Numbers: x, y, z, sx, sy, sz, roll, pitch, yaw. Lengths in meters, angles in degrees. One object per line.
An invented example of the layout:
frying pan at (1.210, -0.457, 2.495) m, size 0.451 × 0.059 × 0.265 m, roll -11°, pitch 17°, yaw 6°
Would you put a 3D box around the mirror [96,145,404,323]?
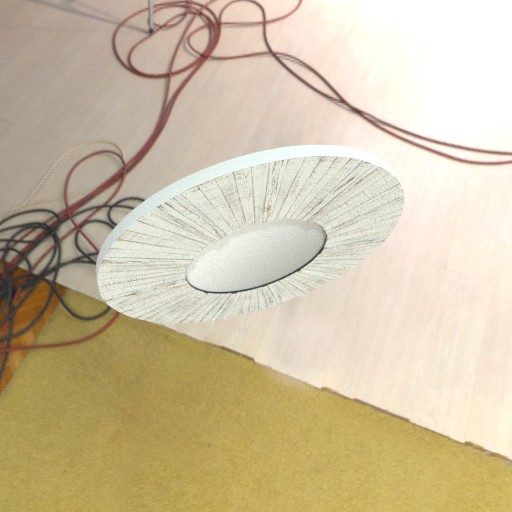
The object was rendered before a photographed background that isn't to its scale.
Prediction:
mirror at (0.000, 0.000, 1.337) m, size 0.914 × 0.914 × 0.038 m, roll -15°, pitch 65°, yaw -7°
